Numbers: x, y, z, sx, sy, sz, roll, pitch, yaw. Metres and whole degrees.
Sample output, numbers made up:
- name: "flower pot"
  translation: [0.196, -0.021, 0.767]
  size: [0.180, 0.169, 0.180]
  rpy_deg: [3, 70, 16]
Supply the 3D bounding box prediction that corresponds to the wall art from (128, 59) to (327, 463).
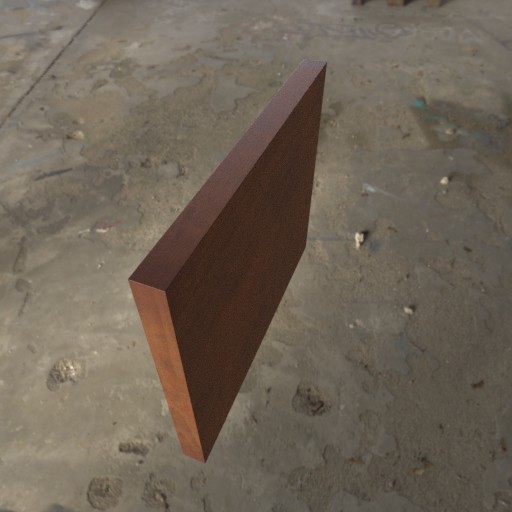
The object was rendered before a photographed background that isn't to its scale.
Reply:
- name: "wall art"
  translation: [0.000, 0.000, 0.551]
  size: [0.030, 0.328, 0.401]
  rpy_deg: [16, 48, 15]
